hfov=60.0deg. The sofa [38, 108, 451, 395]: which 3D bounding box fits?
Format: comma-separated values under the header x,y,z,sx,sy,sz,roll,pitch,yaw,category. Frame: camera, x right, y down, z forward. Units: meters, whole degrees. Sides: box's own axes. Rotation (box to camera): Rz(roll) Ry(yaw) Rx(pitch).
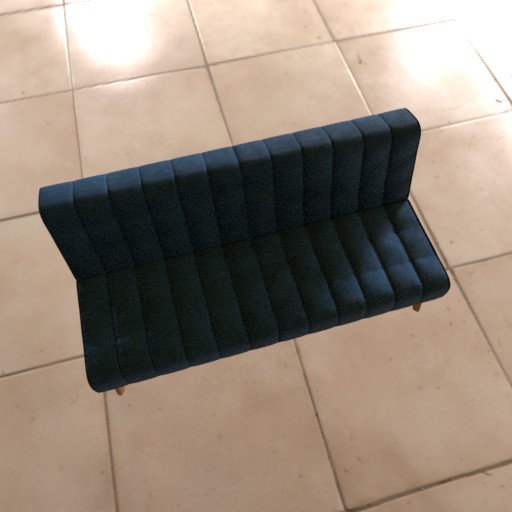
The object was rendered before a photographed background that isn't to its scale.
x,y,z,sx,sy,sz,roll,pitch,yaw,category
0.000,0.000,2.267,1.804,0.813,0.855,-14,64,-7,sofa
